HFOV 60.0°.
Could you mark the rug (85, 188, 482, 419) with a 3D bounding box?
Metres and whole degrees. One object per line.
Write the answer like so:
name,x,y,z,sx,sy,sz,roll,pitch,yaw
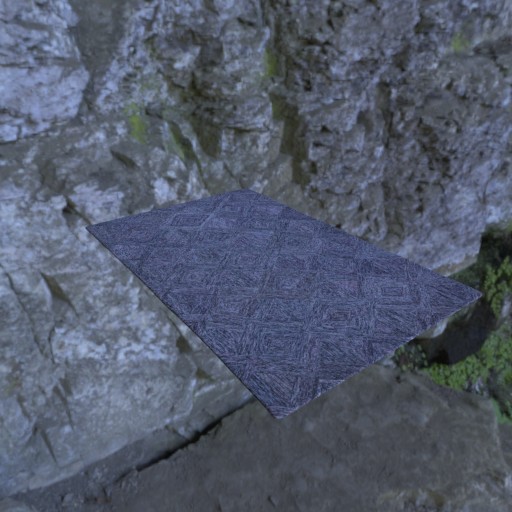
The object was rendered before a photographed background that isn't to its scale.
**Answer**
rug,0.000,0.000,2.222,1.158,0.013,1.752,-19,33,-32
